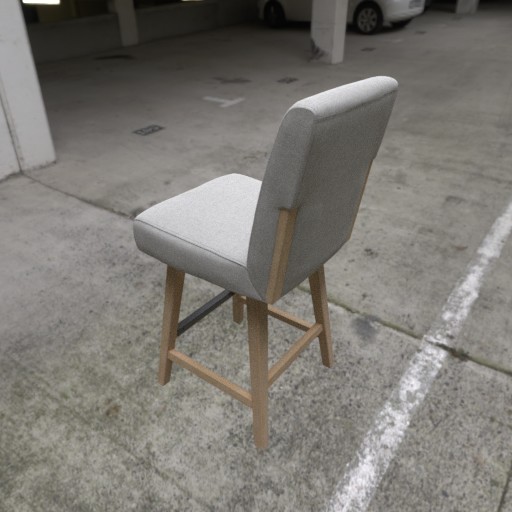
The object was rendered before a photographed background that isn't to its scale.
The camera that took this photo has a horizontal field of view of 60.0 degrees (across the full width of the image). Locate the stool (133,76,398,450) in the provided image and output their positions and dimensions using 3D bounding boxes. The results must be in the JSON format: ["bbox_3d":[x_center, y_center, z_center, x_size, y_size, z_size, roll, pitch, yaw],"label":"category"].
[{"bbox_3d":[0.000,0.000,1.418,0.606,1.085,0.507,21,36,31],"label":"stool"}]
